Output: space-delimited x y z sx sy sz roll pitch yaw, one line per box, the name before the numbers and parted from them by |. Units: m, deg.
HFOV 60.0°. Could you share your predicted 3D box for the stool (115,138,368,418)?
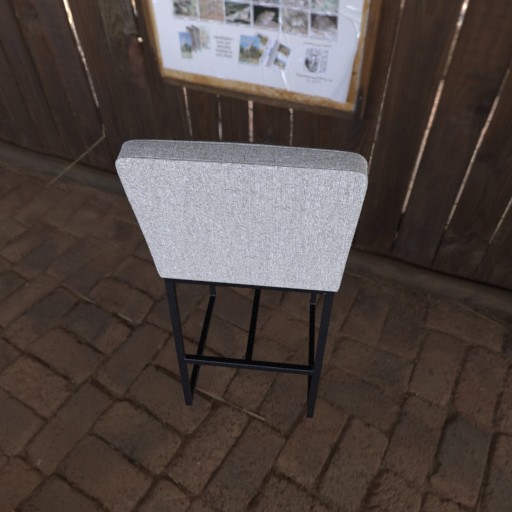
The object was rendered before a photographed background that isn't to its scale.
stool | 0.000 0.000 1.316 0.459 1.034 0.571 4 45 4
